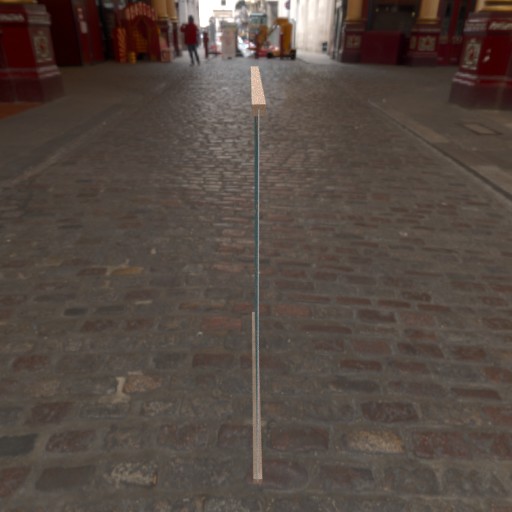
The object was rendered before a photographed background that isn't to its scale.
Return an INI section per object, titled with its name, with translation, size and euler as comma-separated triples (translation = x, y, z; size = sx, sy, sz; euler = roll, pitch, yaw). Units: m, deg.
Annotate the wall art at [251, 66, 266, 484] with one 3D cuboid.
[wall art]
translation = 0.000, 0.000, 0.683
size = 0.012, 0.508, 0.405
euler = 0, 27, -1
